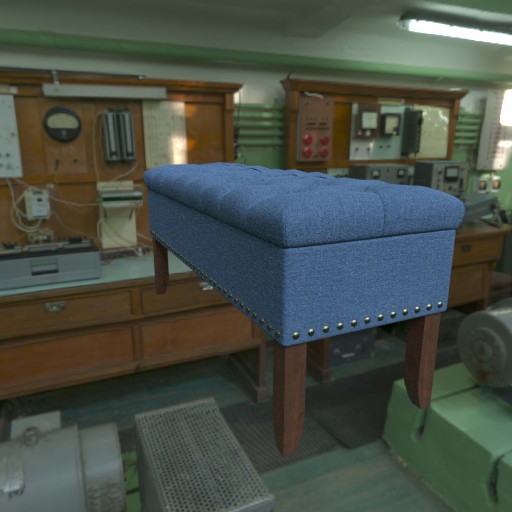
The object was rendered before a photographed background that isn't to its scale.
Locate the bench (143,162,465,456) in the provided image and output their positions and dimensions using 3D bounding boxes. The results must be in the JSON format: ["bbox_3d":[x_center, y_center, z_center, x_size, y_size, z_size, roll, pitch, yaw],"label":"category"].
[{"bbox_3d":[0.000,0.000,1.285,0.417,0.492,1.052,-7,16,-25],"label":"bench"}]
